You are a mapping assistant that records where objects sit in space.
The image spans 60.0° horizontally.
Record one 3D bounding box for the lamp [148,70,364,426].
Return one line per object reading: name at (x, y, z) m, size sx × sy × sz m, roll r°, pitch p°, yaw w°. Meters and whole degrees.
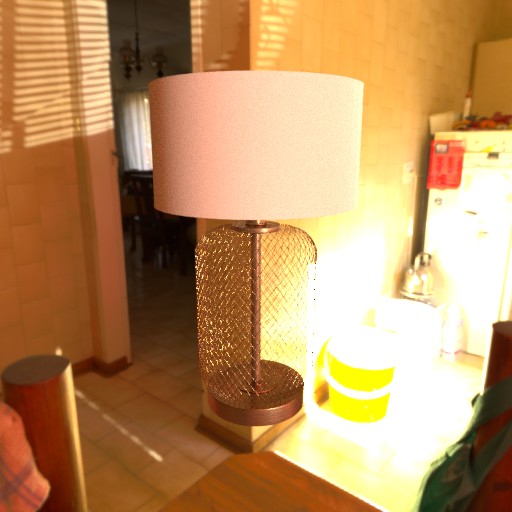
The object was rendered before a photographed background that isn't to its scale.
lamp at (0.000, 0.000, 0.809) m, size 0.353 × 0.578 × 0.353 m, roll 0°, pitch 14°, yaw 0°
